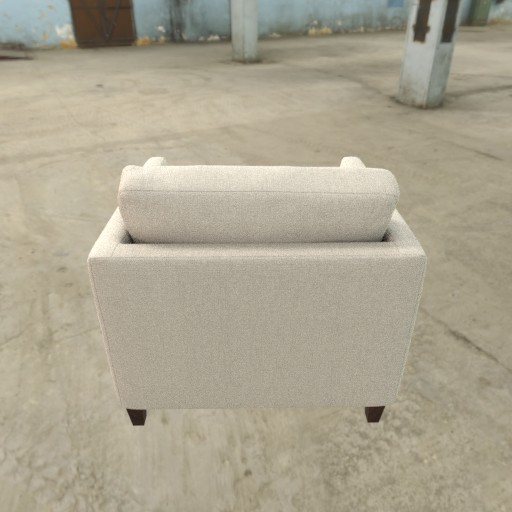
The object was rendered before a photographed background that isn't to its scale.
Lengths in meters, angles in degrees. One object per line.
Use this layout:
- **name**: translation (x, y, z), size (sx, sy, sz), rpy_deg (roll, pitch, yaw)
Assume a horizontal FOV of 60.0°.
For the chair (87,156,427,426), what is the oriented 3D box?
- **chair**: translation (0.000, 0.000, 1.771), size (0.996, 0.919, 0.959), rpy_deg (0, 30, -1)
